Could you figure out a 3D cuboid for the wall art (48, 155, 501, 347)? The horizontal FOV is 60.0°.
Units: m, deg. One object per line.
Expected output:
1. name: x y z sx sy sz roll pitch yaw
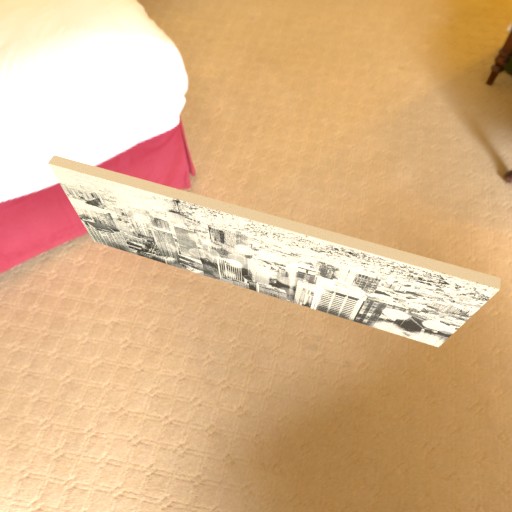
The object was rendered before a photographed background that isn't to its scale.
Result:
1. wall art: 0.000 0.000 1.647 1.520 0.507 0.044 16 61 9
